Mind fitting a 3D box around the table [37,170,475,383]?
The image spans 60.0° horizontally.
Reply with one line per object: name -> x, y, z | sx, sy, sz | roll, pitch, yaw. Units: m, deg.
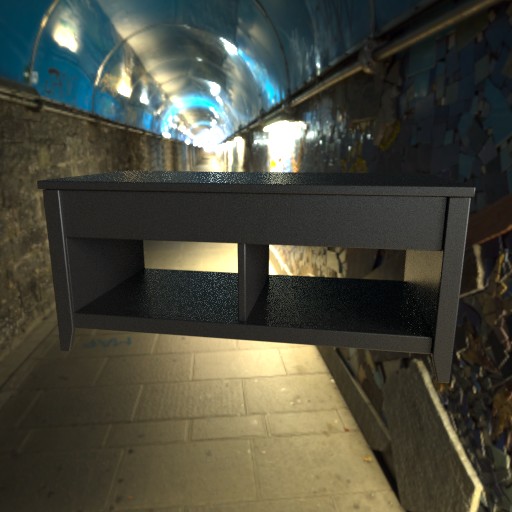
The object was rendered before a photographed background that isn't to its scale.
table -> 0.000, 0.000, 1.295 | 1.016, 0.457, 0.483 | 2, 14, 10
